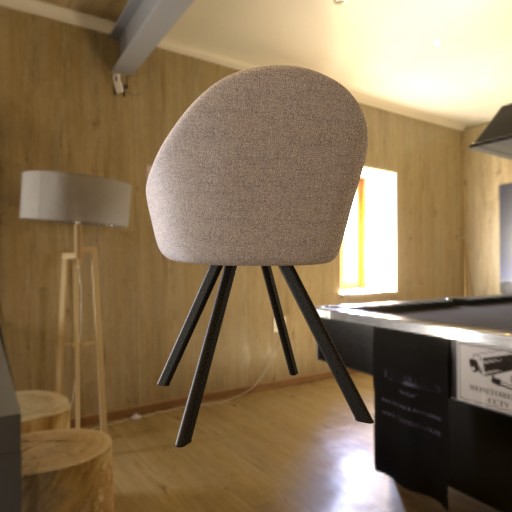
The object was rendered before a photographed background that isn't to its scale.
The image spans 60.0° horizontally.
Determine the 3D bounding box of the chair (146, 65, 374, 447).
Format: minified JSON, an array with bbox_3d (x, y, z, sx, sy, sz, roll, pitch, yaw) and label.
[{"bbox_3d":[0.000,0.000,1.157,0.540,0.780,0.570,0,0,-17],"label":"chair"}]
